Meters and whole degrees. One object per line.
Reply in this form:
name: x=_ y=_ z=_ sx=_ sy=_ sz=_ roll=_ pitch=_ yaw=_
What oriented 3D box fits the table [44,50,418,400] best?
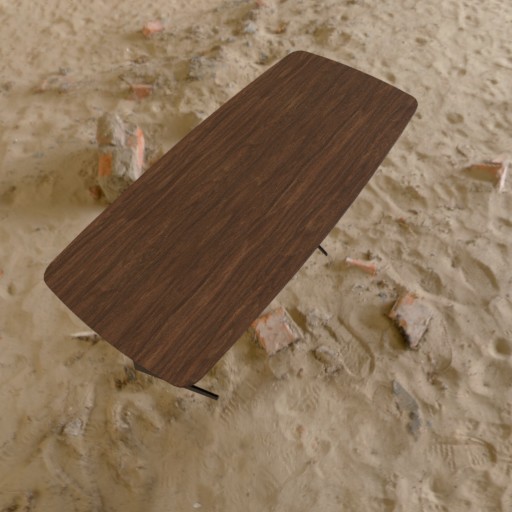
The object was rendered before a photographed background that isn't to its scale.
table: x=0.000 y=0.000 z=1.092 sx=0.361 sy=0.576 sz=0.804 roll=32 pitch=63 yaw=18
